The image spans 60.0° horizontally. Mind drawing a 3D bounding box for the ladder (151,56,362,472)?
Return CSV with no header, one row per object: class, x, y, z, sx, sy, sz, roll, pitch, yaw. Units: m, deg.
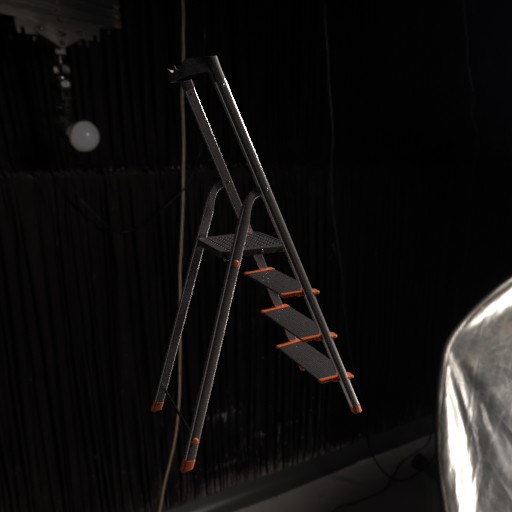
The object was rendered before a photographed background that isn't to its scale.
ladder,0.000,0.000,1.808,0.834,1.429,0.452,-7,16,-26
